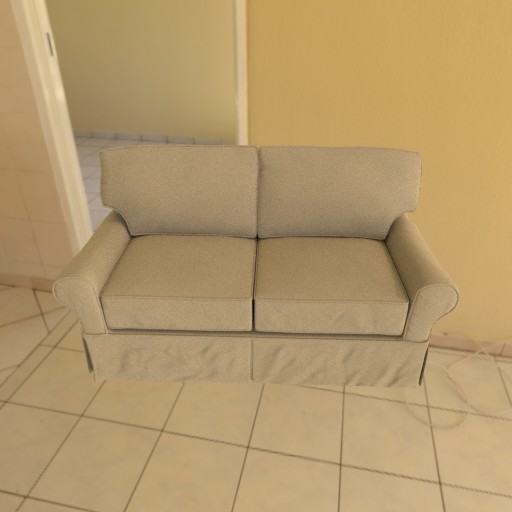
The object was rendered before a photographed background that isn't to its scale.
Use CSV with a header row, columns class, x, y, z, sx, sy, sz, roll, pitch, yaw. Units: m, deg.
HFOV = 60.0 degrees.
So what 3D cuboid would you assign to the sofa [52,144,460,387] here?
class,x,y,z,sx,sy,sz,roll,pitch,yaw
sofa,0.000,0.000,2.310,1.823,1.024,0.841,1,31,2
